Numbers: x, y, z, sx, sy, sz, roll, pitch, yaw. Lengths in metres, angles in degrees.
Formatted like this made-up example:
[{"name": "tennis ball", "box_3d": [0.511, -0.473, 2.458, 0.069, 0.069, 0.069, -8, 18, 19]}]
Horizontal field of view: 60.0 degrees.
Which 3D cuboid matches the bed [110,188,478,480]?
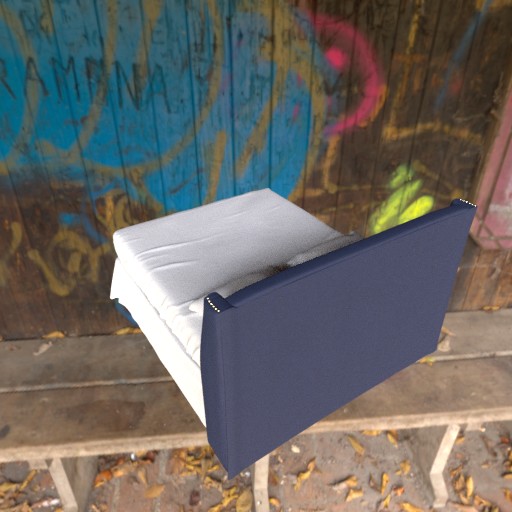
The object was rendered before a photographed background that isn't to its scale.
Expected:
[{"name": "bed", "box_3d": [0.000, 0.000, 3.499, 1.925, 1.332, 2.276, -20, 38, -28]}]
